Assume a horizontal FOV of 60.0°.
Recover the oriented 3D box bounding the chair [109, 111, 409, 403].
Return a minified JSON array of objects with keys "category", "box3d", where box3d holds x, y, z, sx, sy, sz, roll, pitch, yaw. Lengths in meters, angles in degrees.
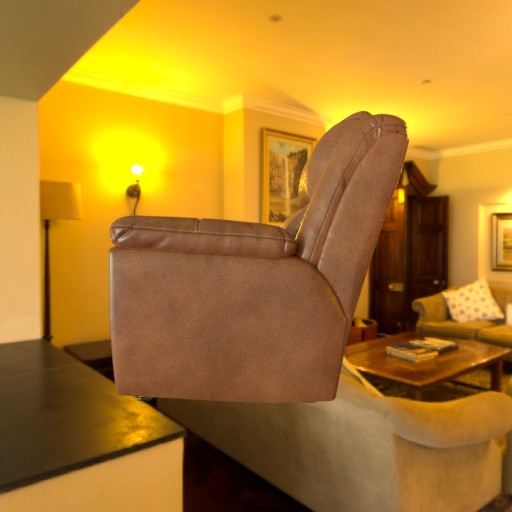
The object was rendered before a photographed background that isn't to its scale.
[{"category":"chair","box3d":[0.000,0.000,1.913,1.041,1.093,0.990,0,2,2]}]
